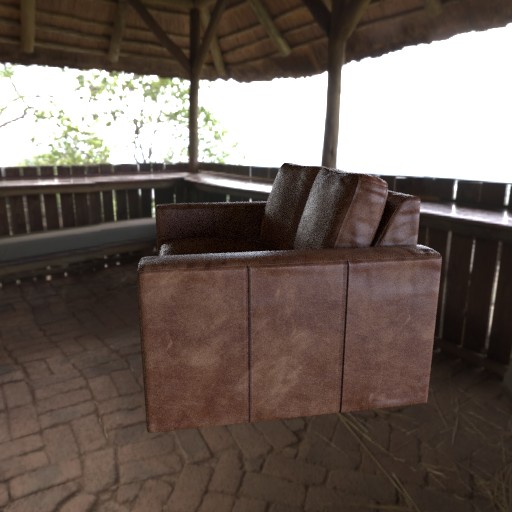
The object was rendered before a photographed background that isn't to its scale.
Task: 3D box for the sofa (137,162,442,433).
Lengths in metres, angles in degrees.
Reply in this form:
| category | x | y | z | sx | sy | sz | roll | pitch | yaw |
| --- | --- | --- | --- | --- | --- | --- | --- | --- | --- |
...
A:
| category | x | y | z | sx | sy | sz | roll | pitch | yaw |
| --- | --- | --- | --- | --- | --- | --- | --- | --- | --- |
| sofa | 0.000 | 0.000 | 2.257 | 1.041 | 0.889 | 1.626 | -2 | 14 | -10 |
